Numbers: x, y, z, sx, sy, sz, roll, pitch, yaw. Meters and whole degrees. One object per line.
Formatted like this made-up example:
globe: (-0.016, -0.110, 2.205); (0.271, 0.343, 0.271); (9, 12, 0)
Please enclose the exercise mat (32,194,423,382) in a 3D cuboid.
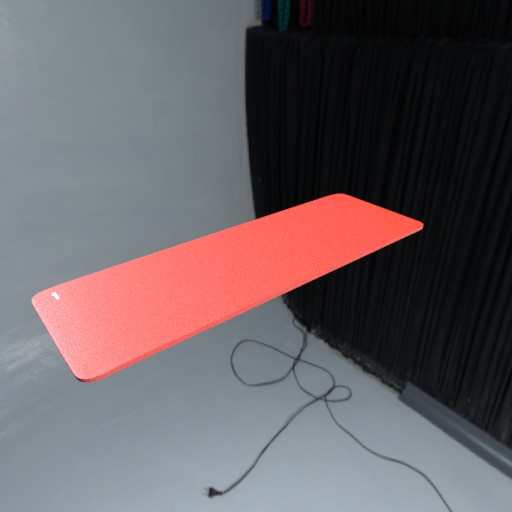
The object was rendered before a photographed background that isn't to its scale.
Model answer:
exercise mat: (0.000, 0.000, 2.082); (1.869, 0.021, 0.616); (-21, 35, -33)
